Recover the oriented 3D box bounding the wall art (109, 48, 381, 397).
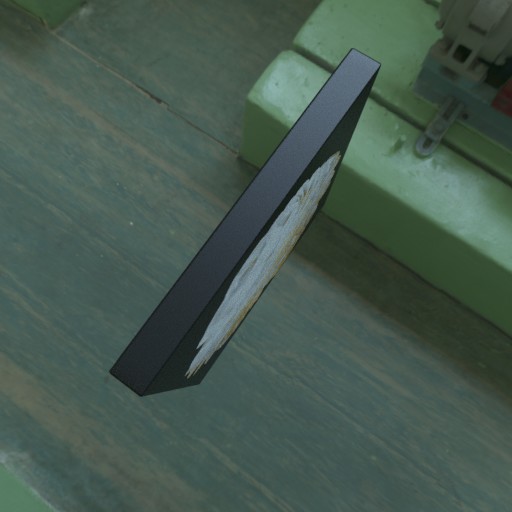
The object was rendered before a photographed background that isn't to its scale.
[{"bbox_3d":[0.000,0.000,0.620,0.041,0.407,0.406,34,78,8],"label":"wall art"}]
